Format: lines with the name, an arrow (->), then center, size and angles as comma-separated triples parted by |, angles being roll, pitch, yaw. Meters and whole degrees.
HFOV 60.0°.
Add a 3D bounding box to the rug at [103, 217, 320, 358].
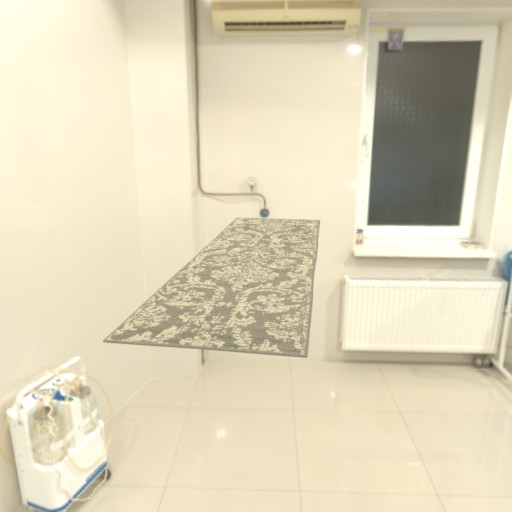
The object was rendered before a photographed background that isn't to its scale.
rug -> 0.000, 0.000, 2.430 | 0.662, 0.011, 2.196 | 2, 16, 9
